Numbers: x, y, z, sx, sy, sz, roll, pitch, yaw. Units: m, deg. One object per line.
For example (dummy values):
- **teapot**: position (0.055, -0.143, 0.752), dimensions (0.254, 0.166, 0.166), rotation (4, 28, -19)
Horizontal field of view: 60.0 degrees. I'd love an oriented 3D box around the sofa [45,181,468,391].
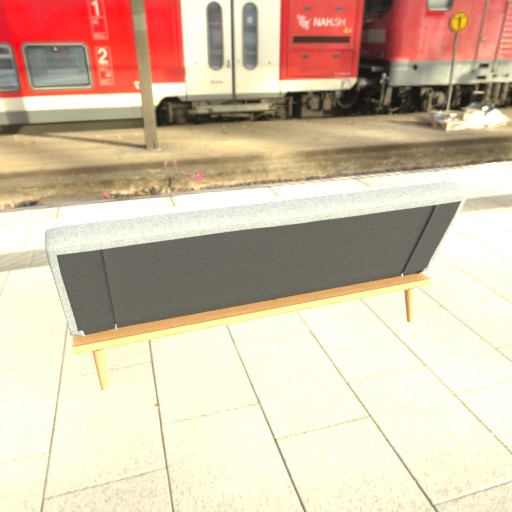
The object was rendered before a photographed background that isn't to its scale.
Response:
- **sofa**: position (0.000, 0.000, 2.250), dimensions (1.820, 0.800, 0.800), rotation (-9, 28, -17)
